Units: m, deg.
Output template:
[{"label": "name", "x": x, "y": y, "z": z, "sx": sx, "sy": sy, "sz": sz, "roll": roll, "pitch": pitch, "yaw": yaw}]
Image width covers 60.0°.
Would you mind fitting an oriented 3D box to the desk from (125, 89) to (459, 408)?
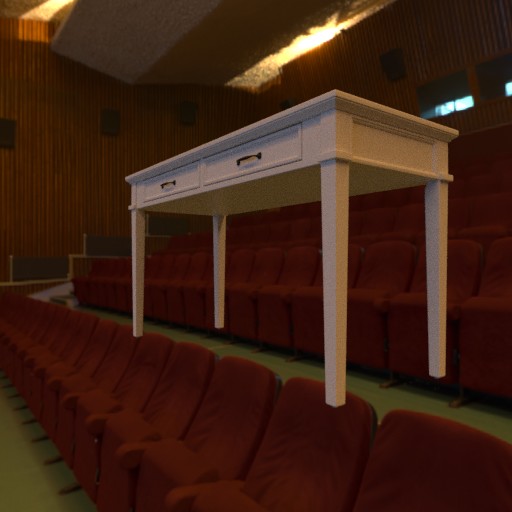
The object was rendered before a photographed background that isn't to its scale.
[{"label": "desk", "x": 0.000, "y": 0.000, "z": 1.764, "sx": 0.559, "sy": 0.774, "sz": 1.372, "roll": 1, "pitch": -1, "yaw": -37}]
